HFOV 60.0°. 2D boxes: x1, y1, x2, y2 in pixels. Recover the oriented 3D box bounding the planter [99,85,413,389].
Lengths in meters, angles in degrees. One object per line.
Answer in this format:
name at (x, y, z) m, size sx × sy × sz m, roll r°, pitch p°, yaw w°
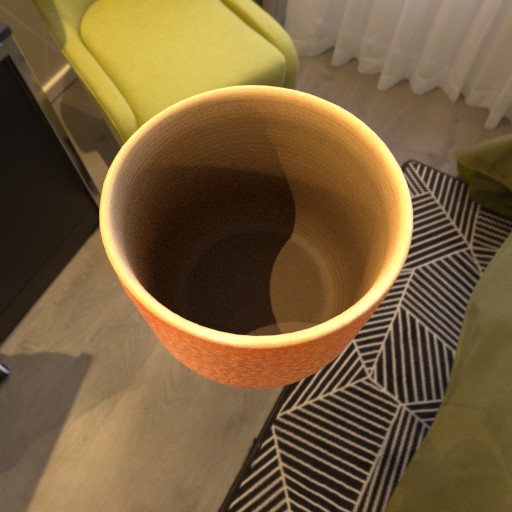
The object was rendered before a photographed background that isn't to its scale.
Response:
planter at (0.000, 0.000, 0.299) m, size 0.170 × 0.152 × 0.170 m, roll 0°, pitch 64°, yaw 0°
